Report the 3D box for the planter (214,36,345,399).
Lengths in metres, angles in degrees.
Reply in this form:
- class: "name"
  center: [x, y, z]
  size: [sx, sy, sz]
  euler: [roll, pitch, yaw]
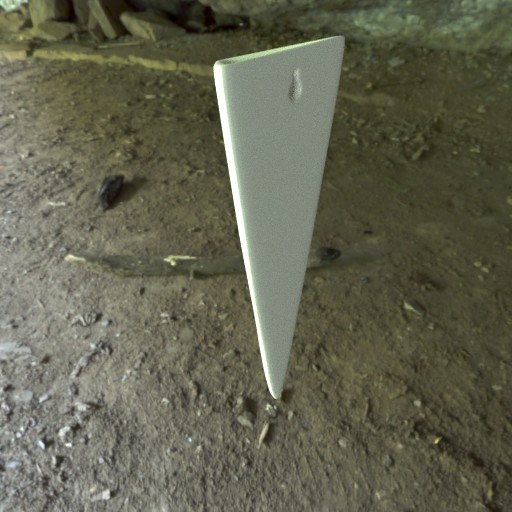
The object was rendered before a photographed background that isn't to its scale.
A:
- class: "planter"
  center: [0.000, 0.000, 0.387]
  size: [0.065, 0.338, 0.143]
  euler: [22, 40, 29]
